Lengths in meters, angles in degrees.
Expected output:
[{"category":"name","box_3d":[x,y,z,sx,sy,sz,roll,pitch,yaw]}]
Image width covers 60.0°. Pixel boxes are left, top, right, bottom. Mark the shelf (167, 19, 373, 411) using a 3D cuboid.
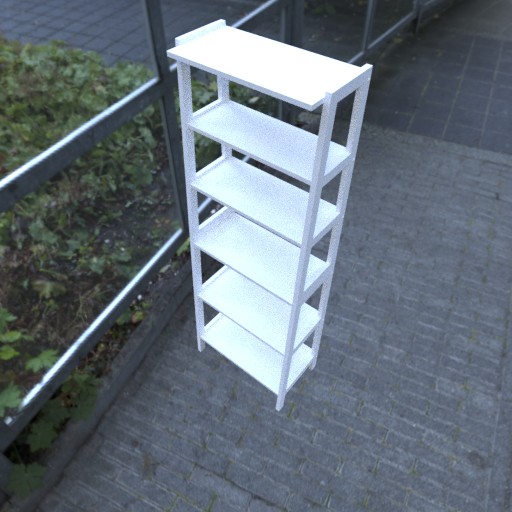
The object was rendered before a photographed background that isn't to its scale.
[{"category":"shelf","box_3d":[0.000,0.000,2.141,0.660,1.892,0.381,31,54,26]}]
